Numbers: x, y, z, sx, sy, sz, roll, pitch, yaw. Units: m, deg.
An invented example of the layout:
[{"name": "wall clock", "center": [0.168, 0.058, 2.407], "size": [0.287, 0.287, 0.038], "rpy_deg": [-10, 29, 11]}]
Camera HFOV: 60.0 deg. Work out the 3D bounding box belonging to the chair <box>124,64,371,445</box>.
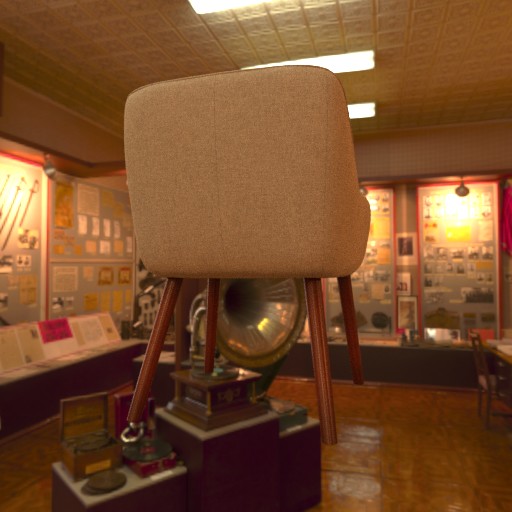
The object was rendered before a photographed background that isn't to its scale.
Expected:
[{"name": "chair", "center": [0.000, 0.000, 1.260], "size": [0.610, 0.813, 0.610], "rpy_deg": [0, -2, 17]}]
